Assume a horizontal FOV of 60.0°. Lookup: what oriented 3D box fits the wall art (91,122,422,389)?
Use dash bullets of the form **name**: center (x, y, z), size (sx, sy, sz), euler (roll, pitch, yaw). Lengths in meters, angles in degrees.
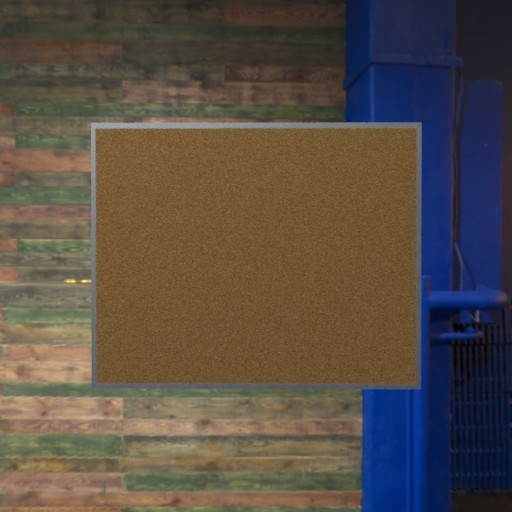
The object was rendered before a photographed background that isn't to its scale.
- **wall art**: center (0.000, 0.000, 0.768), size (0.557, 0.450, 0.037), euler (0, 0, 0)
